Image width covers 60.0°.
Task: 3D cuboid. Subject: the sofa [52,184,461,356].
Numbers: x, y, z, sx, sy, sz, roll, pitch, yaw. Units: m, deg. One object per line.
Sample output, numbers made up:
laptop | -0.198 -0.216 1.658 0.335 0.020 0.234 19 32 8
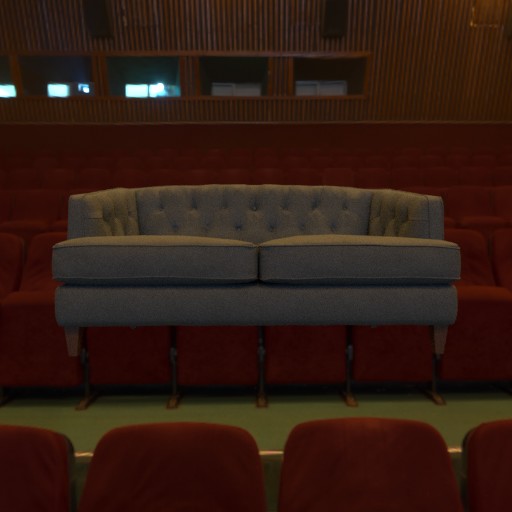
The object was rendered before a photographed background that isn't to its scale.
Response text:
sofa | 0.000 0.000 2.278 1.733 0.855 0.941 0 0 -2
